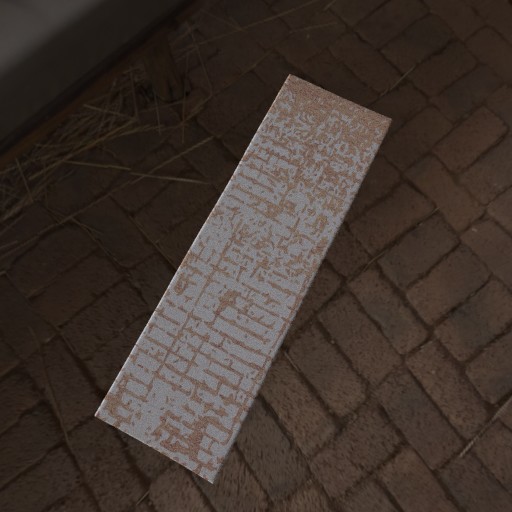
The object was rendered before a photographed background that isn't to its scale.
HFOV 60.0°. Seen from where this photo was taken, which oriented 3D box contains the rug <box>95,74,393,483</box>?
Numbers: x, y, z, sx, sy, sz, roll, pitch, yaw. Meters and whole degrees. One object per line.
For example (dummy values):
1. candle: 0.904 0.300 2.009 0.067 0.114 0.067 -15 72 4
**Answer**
1. rug: 0.000 0.000 2.666 0.750 0.011 2.435 27 78 6
